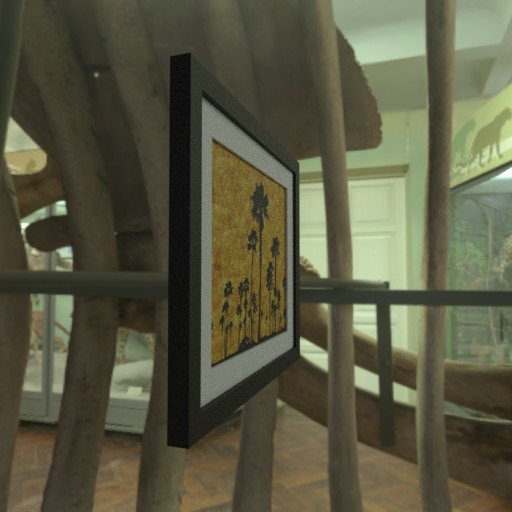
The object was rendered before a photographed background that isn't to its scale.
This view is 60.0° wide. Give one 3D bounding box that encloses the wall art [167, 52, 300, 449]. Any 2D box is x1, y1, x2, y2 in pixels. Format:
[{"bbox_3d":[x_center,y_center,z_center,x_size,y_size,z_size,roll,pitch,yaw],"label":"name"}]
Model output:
[{"bbox_3d":[0.000,0.000,0.782,0.028,0.460,0.561,-1,-2,19],"label":"wall art"}]
